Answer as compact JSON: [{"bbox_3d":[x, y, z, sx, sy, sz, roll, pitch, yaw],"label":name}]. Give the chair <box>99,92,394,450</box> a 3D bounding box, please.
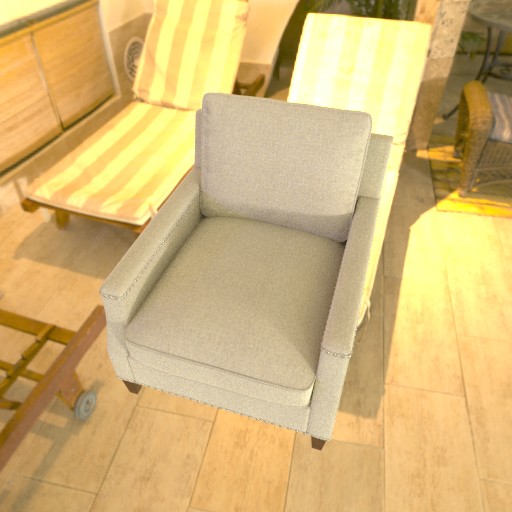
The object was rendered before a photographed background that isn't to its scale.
[{"bbox_3d":[0.000,0.000,1.736,0.853,0.943,1.014,12,44,13],"label":"chair"}]
